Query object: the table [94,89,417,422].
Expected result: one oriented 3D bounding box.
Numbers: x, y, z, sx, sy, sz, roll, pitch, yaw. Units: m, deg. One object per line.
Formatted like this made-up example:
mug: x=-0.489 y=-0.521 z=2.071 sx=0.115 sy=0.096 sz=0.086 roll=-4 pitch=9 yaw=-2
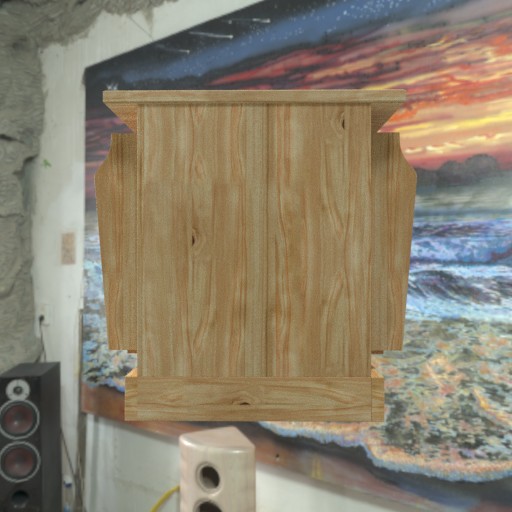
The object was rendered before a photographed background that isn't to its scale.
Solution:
table: x=0.000 y=0.000 z=0.875 sx=0.530 sy=0.515 sz=0.380 roll=0 pitch=0 yaw=1
